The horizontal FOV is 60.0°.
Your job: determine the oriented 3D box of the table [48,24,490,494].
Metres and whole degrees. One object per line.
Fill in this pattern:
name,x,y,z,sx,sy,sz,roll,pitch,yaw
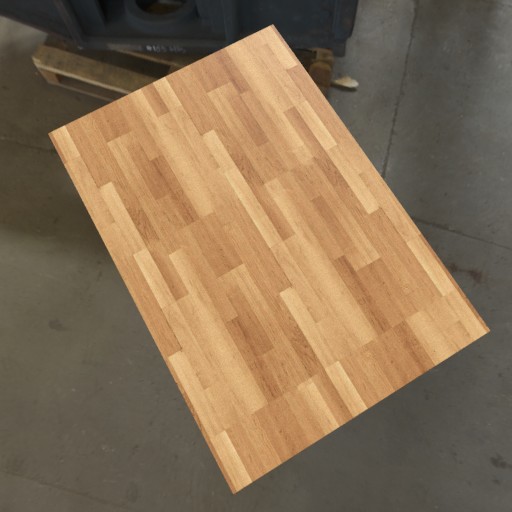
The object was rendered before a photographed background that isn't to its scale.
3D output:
table,0.000,0.000,1.801,0.900,0.750,1.300,-29,77,-7
